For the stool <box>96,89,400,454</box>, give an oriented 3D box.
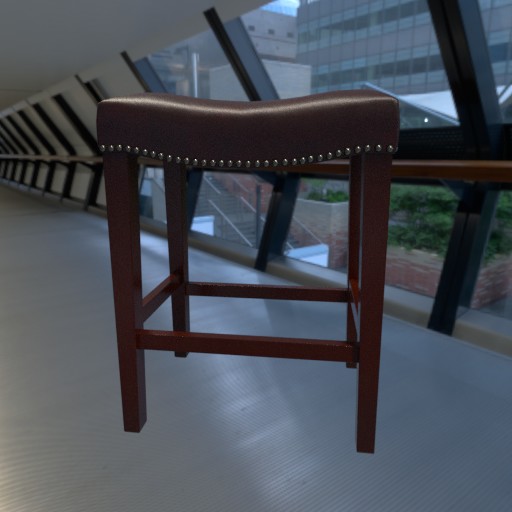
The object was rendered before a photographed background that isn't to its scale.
[{"bbox_3d":[0.000,0.000,0.954,0.504,0.657,0.372,2,14,8],"label":"stool"}]
